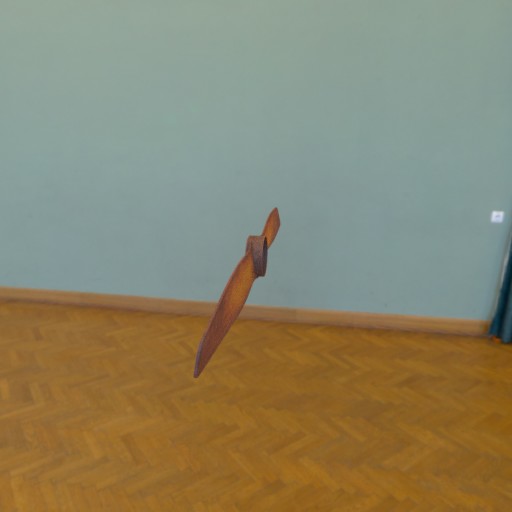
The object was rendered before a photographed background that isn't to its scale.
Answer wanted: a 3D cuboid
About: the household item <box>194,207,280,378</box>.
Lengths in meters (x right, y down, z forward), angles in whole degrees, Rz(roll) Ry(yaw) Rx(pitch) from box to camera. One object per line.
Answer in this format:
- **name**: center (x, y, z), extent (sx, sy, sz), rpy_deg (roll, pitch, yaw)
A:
- **household item**: center (0.000, 0.000, 1.237), extent (0.051, 0.121, 1.181), rpy_deg (2, 16, 9)
